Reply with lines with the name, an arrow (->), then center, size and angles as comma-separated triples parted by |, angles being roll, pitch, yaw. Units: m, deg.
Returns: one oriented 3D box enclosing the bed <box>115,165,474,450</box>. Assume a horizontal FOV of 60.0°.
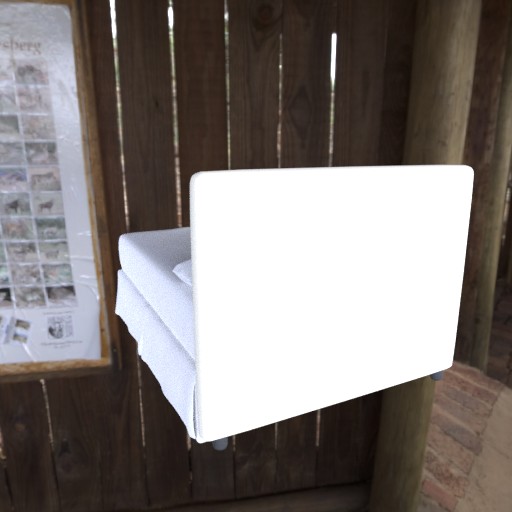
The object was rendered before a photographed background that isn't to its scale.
bed -> 0.000, 0.000, 3.176 | 1.714, 1.330, 2.147 | -7, 15, -26
